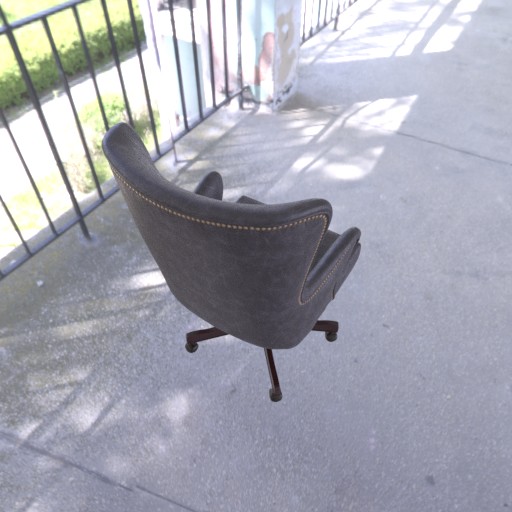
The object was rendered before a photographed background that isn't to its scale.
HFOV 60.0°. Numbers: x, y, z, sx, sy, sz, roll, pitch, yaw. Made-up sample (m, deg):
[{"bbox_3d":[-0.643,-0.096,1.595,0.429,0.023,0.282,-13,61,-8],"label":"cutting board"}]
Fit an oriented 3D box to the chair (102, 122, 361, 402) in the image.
[{"bbox_3d":[0.000,0.000,1.477,0.594,1.037,0.717,25,52,21],"label":"chair"}]
